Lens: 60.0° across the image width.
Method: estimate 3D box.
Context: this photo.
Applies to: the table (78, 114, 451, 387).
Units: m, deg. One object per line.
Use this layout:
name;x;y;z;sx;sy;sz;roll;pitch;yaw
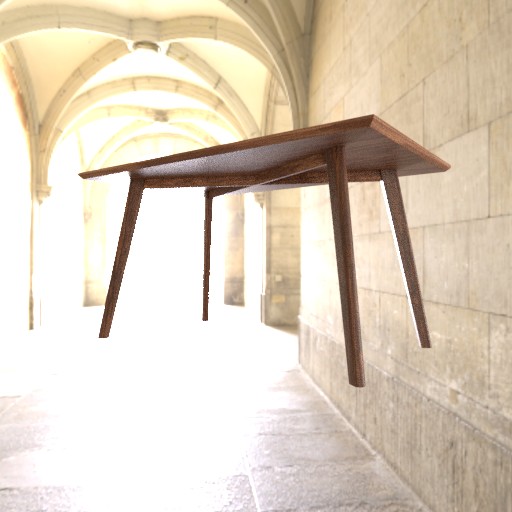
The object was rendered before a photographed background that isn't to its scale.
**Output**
table;0.000;0.000;1.855;1.349;0.724;0.801;0;0;37
